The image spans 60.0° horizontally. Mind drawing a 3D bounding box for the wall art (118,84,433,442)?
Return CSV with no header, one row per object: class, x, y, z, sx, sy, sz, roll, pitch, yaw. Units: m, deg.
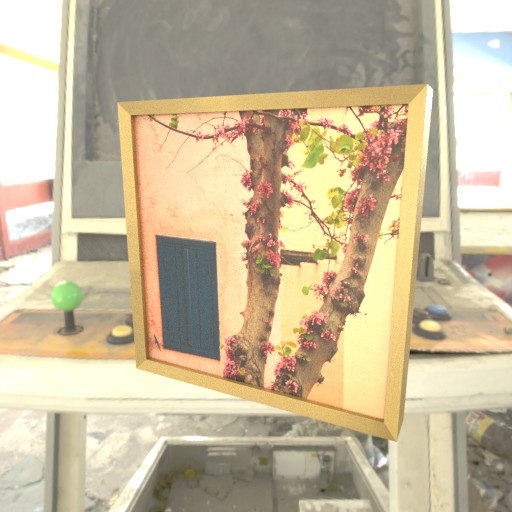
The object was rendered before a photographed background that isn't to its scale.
wall art,0.000,0.000,0.448,0.304,0.305,0.038,7,15,26
